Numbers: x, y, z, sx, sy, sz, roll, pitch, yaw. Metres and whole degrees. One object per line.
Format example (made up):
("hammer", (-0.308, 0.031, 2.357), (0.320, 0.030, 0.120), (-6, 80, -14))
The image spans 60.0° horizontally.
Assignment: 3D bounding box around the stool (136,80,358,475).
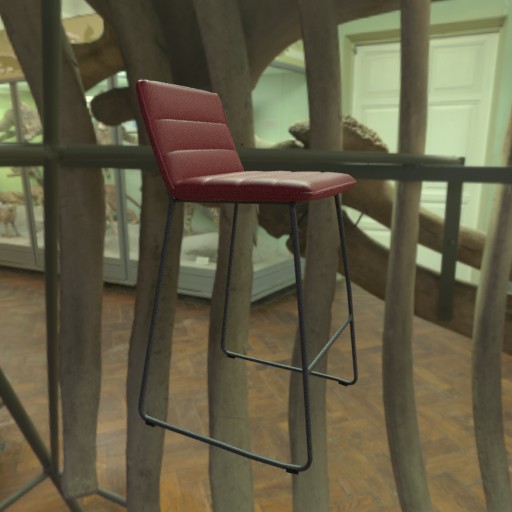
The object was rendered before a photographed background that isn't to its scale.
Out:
("stool", (0.000, 0.000, 1.265), (0.524, 0.937, 0.489), (7, 16, 26))
